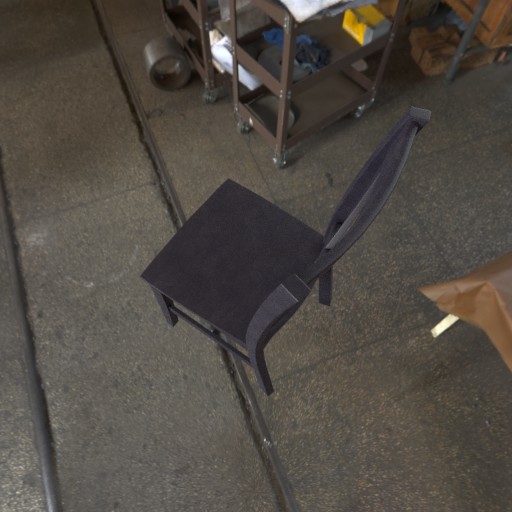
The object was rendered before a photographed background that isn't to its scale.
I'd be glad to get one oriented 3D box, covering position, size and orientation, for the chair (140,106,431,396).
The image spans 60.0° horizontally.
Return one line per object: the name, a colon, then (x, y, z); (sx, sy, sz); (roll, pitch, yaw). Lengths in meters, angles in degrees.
chair: (0.000, 0.000, 1.269); (0.542, 0.983, 0.485); (32, 66, 16)
